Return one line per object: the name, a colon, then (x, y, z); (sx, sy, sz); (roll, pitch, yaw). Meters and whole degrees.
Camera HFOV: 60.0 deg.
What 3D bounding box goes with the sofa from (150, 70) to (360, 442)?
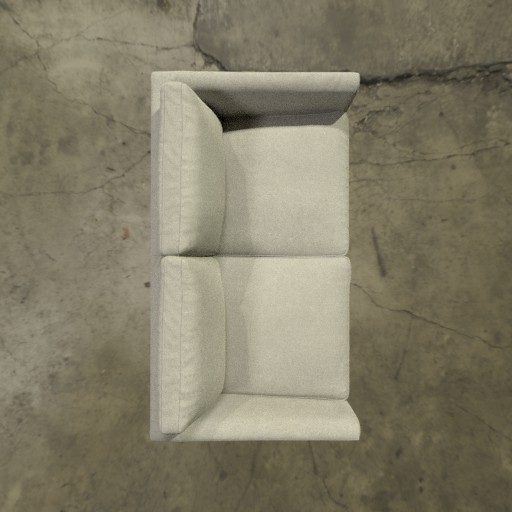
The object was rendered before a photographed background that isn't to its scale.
sofa: (0.000, 0.000, 2.486); (1.091, 0.839, 1.905); (0, 89, 0)
